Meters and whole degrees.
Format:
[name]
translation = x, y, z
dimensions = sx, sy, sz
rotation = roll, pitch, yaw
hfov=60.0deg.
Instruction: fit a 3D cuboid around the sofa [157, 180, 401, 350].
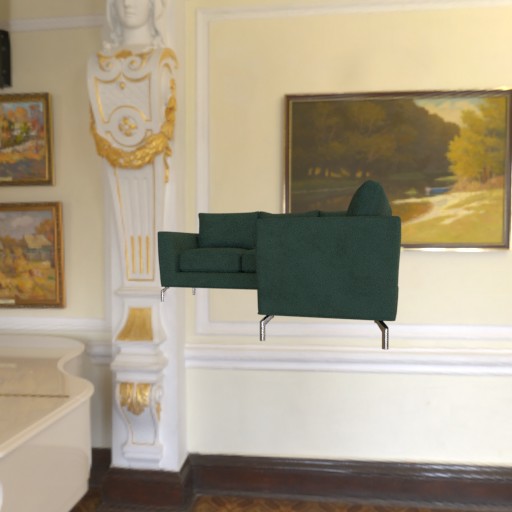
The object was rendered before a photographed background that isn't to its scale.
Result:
[sofa]
translation = 0.000, 0.000, 3.966
dimensions = 2.468, 1.004, 2.452
rotation = 0, 1, 18
